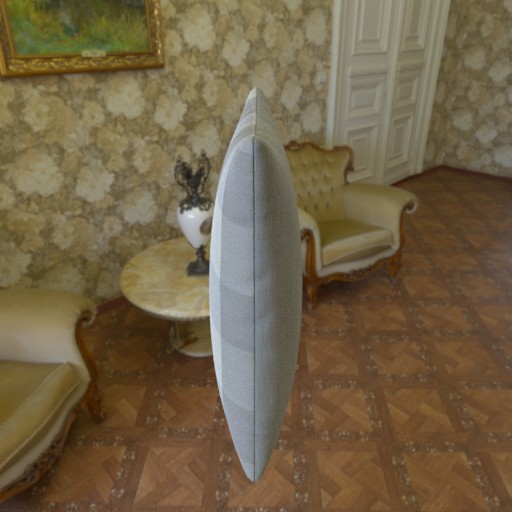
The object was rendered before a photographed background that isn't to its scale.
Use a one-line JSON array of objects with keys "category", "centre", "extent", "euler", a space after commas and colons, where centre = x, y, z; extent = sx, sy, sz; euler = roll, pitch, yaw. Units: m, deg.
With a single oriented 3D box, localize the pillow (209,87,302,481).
[{"category": "pillow", "centre": [0.000, 0.000, 0.777], "extent": [0.161, 0.509, 0.511], "euler": [0, 26, 0]}]
